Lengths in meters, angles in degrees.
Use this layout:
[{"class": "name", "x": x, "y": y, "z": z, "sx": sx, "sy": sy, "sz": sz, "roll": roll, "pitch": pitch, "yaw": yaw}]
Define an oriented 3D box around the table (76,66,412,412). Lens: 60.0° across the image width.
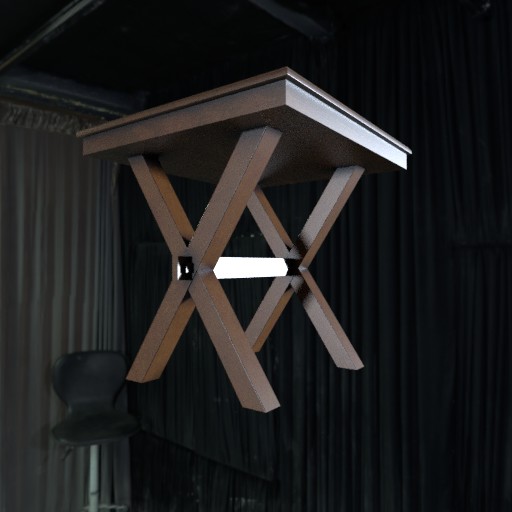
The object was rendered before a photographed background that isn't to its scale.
[{"class": "table", "x": 0.000, "y": 0.000, "z": 1.070, "sx": 0.560, "sy": 0.562, "sz": 0.602, "roll": -1, "pitch": -1, "yaw": 36}]
